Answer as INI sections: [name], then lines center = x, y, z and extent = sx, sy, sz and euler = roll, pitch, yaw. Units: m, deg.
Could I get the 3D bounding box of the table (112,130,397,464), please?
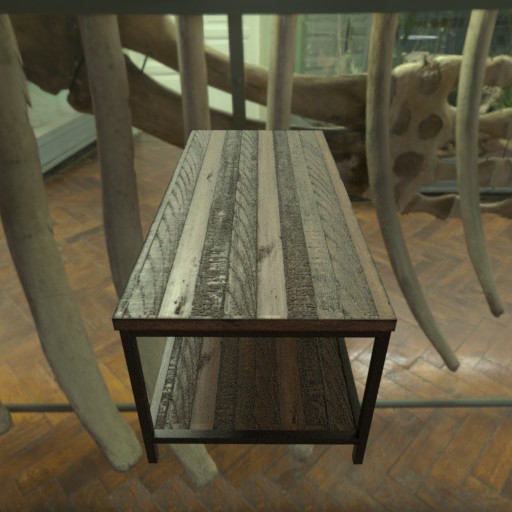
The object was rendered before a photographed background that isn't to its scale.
[table]
center = 0.000, 0.000, 1.225
extent = 0.452, 0.399, 0.990
euler = 0, 33, 0
